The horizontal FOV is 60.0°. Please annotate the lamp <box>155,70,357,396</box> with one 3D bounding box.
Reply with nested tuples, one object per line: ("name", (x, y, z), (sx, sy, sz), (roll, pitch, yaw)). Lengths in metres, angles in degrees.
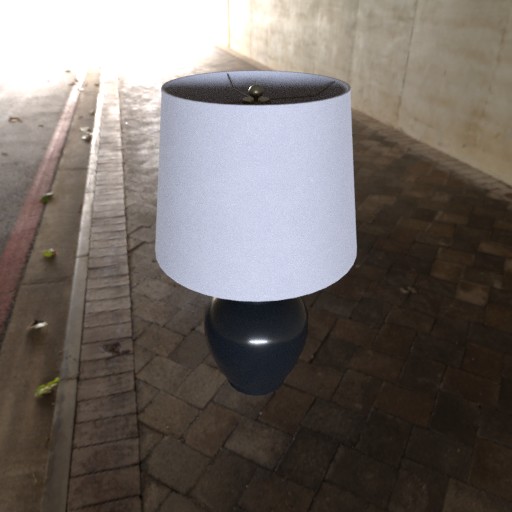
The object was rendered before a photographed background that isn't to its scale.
("lamp", (0.000, 0.000, 0.546), (0.239, 0.399, 0.239), (0, 31, 0))
